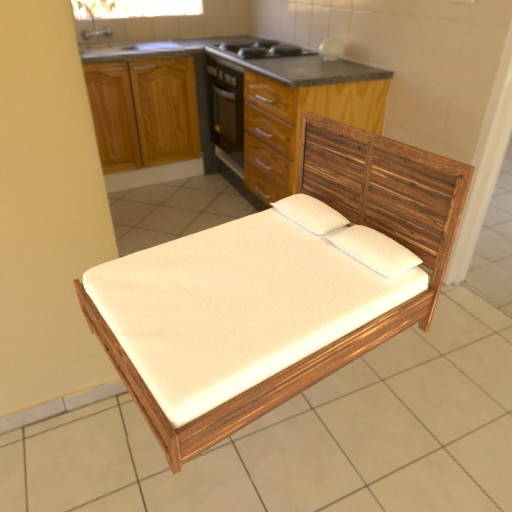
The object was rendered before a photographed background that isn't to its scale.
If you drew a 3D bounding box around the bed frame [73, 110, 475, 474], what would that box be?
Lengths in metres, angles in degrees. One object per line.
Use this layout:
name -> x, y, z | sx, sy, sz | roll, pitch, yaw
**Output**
bed frame -> 0.000, 0.000, 3.275 | 2.276, 1.417, 1.696 | -21, 38, -29
